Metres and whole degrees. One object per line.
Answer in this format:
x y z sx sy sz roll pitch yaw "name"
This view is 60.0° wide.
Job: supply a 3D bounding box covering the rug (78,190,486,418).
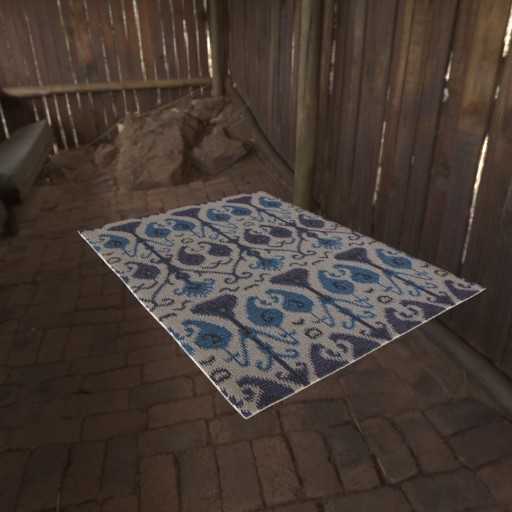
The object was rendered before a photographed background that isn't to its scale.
0.000 0.000 4.250 2.443 0.024 3.228 -18 32 -31 "rug"
